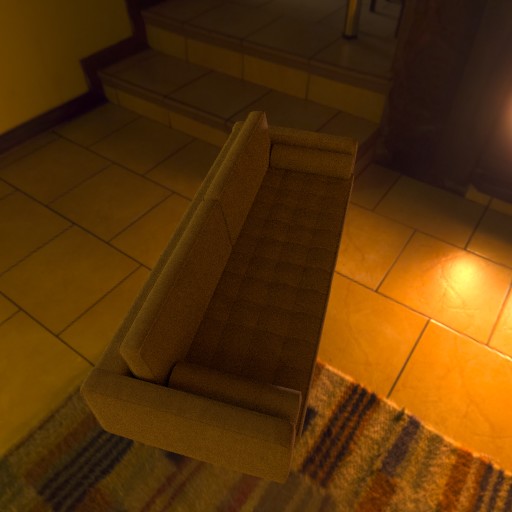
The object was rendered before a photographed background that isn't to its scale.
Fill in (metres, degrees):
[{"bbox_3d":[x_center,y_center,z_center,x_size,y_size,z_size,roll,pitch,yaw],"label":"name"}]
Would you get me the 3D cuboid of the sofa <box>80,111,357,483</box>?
[{"bbox_3d":[0.000,0.000,2.577,0.919,0.770,2.200,11,48,11],"label":"sofa"}]
